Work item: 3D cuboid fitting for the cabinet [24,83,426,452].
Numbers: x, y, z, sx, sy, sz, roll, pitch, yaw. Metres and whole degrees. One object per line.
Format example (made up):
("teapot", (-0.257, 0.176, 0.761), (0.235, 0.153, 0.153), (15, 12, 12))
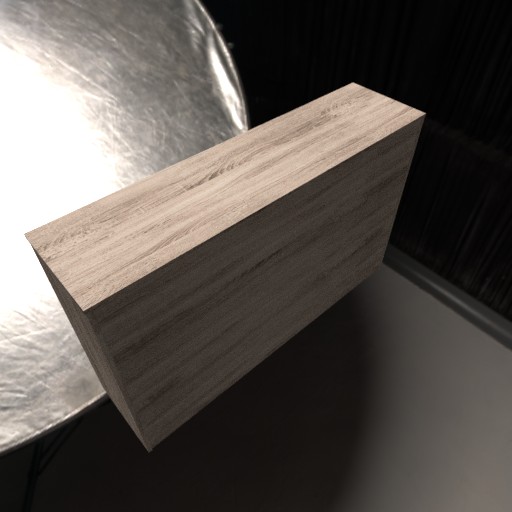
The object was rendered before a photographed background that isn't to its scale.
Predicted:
("cabinet", (0.000, 0.000, 1.821), (1.450, 0.900, 0.380), (-33, 54, -28))
